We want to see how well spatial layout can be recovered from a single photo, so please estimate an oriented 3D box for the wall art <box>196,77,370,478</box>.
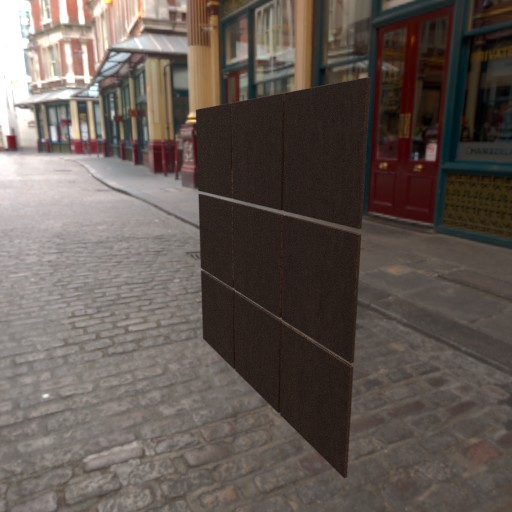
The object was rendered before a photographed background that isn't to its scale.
[{"bbox_3d":[0.000,0.000,2.268,0.014,1.525,1.527,-8,16,-28],"label":"wall art"}]
